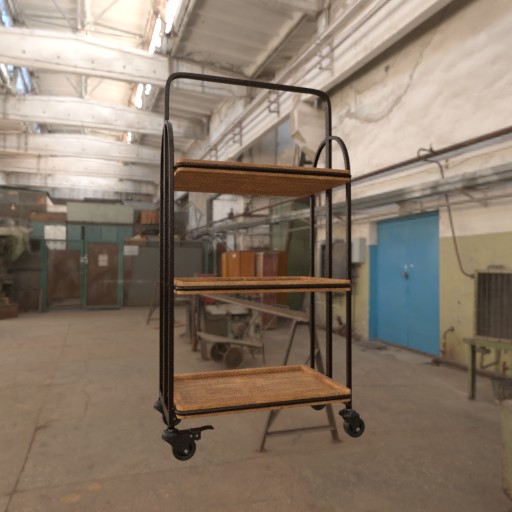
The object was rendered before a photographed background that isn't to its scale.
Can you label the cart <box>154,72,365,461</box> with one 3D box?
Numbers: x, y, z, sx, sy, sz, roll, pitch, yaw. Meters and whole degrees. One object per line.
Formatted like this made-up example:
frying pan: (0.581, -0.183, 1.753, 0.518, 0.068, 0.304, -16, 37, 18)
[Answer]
cart: (0.000, 0.000, 1.270, 0.553, 1.001, 0.327, 0, -1, -18)
